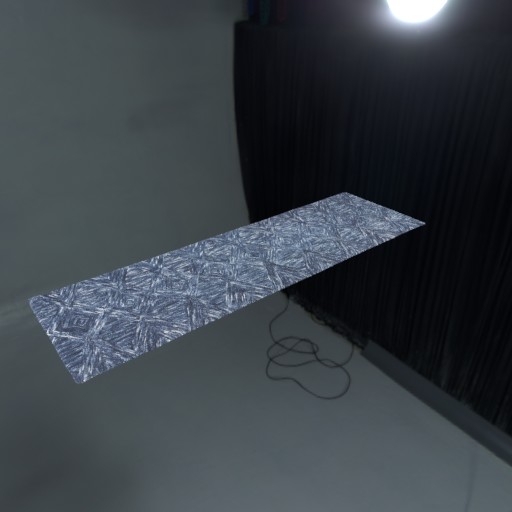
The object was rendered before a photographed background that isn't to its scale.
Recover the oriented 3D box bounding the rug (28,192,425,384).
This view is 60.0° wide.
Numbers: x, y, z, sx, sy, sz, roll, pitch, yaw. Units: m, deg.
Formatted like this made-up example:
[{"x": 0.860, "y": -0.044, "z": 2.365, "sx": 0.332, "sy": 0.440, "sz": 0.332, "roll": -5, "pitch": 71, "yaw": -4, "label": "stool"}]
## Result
[{"x": 0.000, "y": 0.000, "z": 2.554, "sx": 2.306, "sy": 0.013, "sz": 0.719, "roll": -21, "pitch": 36, "yaw": -33, "label": "rug"}]
